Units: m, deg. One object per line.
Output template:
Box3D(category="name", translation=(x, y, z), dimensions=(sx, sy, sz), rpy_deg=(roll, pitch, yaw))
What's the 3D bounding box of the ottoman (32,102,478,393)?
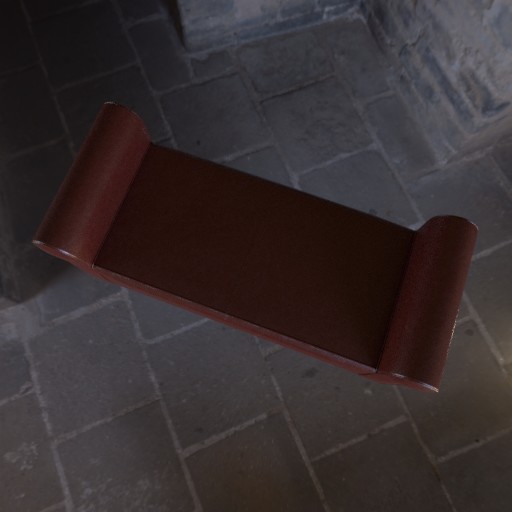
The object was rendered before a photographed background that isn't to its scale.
Box3D(category="ottoman", translation=(0.000, 0.000, 1.551), dimensions=(1.256, 0.547, 0.521), rpy_deg=(20, 76, 5))
